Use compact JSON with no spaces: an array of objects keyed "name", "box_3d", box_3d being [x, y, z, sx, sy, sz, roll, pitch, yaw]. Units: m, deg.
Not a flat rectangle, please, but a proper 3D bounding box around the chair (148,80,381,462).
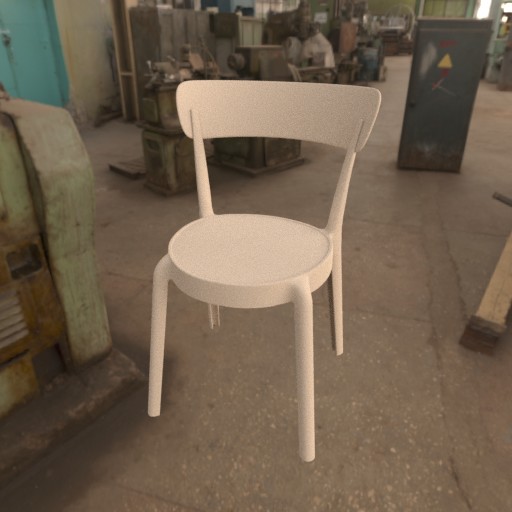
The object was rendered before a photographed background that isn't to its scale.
[{"name":"chair","box_3d":[0.000,0.000,1.131,0.506,0.790,0.491,9,29,17]}]
